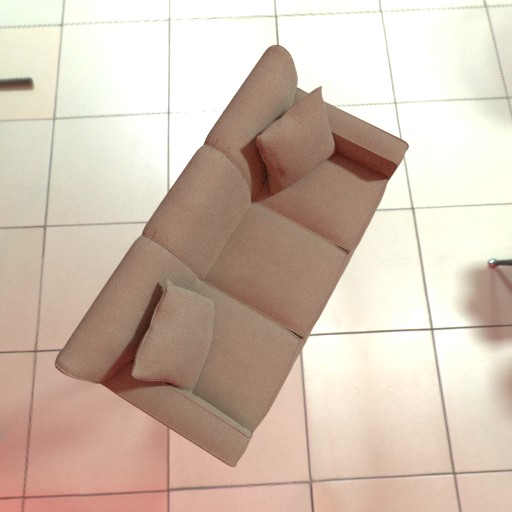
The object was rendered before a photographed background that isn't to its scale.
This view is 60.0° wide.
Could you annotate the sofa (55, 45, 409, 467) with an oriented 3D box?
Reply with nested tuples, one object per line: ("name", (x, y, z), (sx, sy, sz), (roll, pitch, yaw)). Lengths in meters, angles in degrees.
("sofa", (0.000, 0.000, 2.561), (0.997, 0.958, 2.024), (29, 76, 8))
